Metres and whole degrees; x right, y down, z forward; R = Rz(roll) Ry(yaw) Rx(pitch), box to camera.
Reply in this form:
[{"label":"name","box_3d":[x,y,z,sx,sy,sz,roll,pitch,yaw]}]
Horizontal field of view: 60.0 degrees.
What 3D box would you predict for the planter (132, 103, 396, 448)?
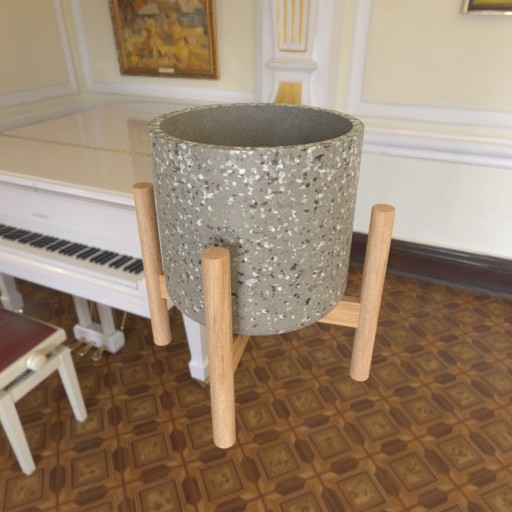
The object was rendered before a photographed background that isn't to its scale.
[{"label":"planter","box_3d":[0.000,0.000,0.540,0.284,0.320,0.284,20,35,32]}]
